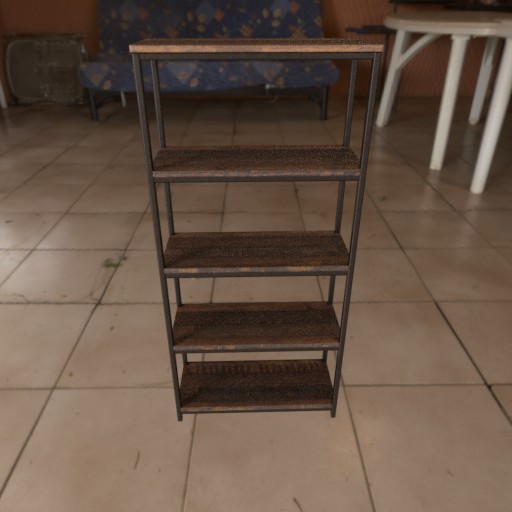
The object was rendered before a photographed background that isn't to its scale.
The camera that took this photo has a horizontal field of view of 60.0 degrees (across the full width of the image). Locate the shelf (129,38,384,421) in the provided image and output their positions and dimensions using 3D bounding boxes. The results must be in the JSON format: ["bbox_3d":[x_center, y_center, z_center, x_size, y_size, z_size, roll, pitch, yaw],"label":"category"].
[{"bbox_3d":[0.000,0.000,2.130,0.874,1.860,0.359,-1,29,-1],"label":"shelf"}]
